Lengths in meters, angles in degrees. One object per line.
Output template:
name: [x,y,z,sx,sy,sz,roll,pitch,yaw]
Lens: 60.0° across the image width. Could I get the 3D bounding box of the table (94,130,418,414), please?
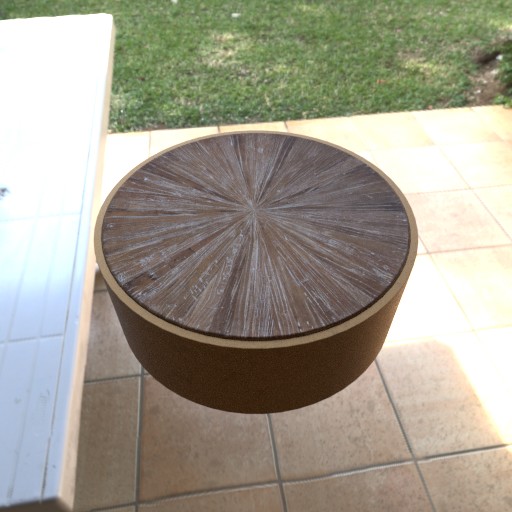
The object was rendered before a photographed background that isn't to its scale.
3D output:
table: [0.000,0.000,1.552,1.001,0.409,1.001,0,46,0]
